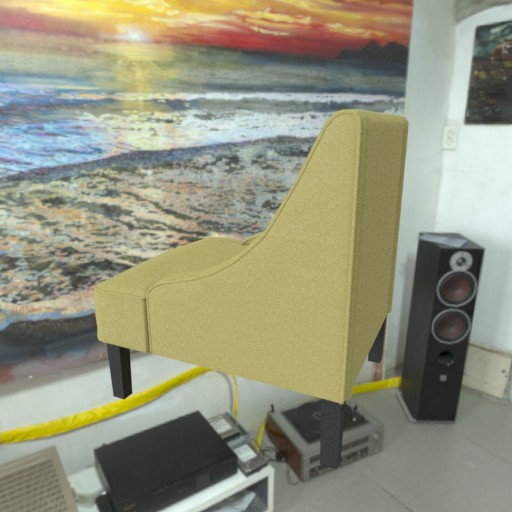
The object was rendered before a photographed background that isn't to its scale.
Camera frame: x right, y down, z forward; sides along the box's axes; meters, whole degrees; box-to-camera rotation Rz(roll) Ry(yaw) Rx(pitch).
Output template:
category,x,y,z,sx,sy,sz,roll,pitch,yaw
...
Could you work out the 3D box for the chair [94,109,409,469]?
category,x,y,z,sx,sy,sz,roll,pitch,yaw
chair,0.000,0.000,1.470,0.814,0.896,0.696,8,18,24
